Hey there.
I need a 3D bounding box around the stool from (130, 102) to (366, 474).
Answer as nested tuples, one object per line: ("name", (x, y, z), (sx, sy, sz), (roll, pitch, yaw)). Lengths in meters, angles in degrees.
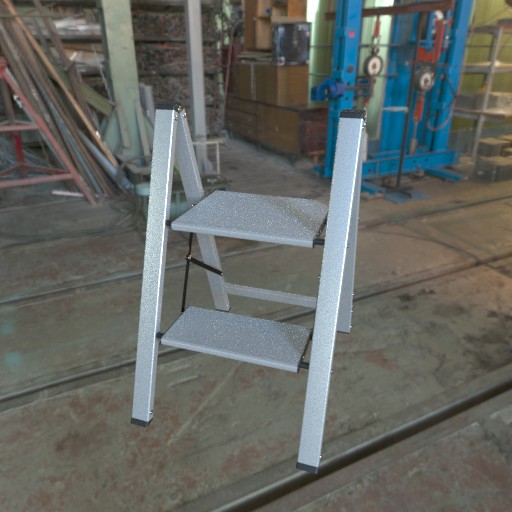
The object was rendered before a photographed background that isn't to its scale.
("stool", (0.000, 0.000, 1.040), (0.440, 0.670, 0.535), (8, 27, 16))
